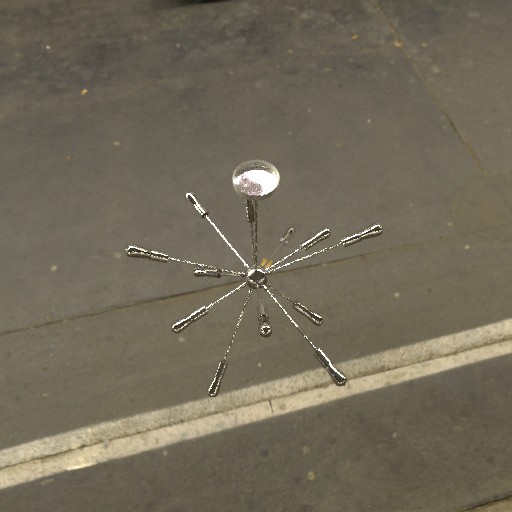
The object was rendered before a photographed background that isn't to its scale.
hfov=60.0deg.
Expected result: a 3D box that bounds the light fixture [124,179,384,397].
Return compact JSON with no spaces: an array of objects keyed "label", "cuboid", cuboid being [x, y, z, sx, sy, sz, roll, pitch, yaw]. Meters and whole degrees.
[{"label":"light fixture","cuboid":[0.000,0.000,1.054,0.509,0.558,0.684,-32,64,-18]}]
